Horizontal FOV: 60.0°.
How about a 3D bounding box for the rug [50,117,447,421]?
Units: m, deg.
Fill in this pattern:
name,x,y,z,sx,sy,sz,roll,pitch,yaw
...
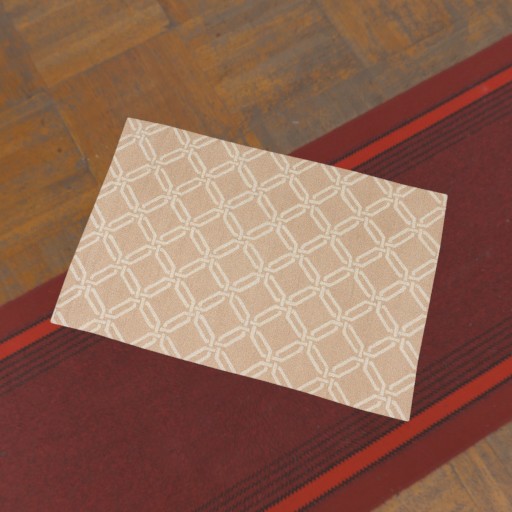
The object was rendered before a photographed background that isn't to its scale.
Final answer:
name,x,y,z,sx,sy,sz,roll,pitch,yaw
rug,0.000,0.000,2.193,1.745,0.010,1.146,14,76,4
